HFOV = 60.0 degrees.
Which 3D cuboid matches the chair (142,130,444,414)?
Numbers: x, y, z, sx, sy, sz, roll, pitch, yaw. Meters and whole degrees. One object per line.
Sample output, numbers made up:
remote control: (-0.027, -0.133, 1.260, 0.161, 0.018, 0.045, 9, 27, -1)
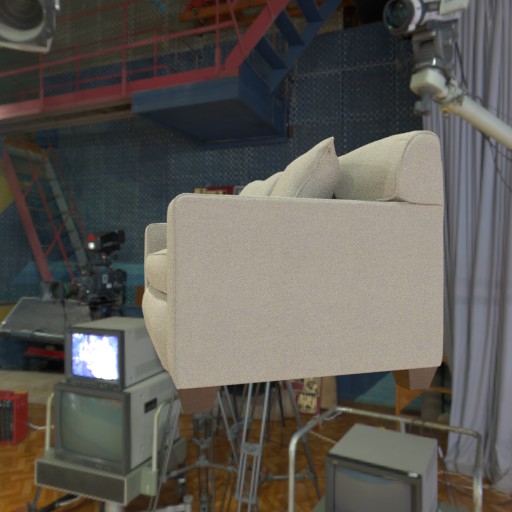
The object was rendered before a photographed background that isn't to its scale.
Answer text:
chair: (0.000, 0.000, 2.067, 1.000, 0.948, 1.383, 0, 0, -17)
